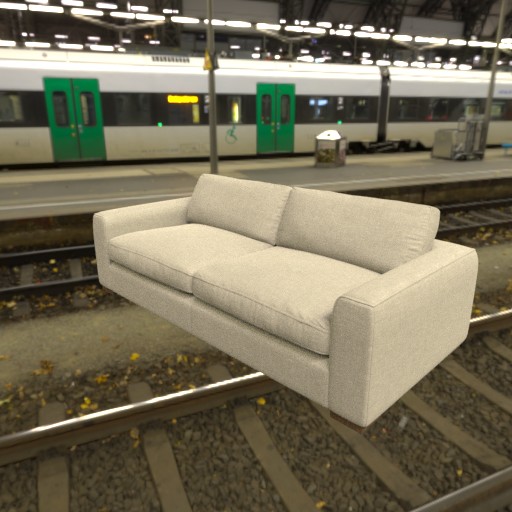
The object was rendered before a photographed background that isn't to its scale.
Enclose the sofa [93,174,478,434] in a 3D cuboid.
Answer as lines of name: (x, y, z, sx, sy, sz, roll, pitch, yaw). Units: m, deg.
sofa: (0.000, 0.000, 2.742, 2.262, 0.801, 1.070, 17, 25, 42)
